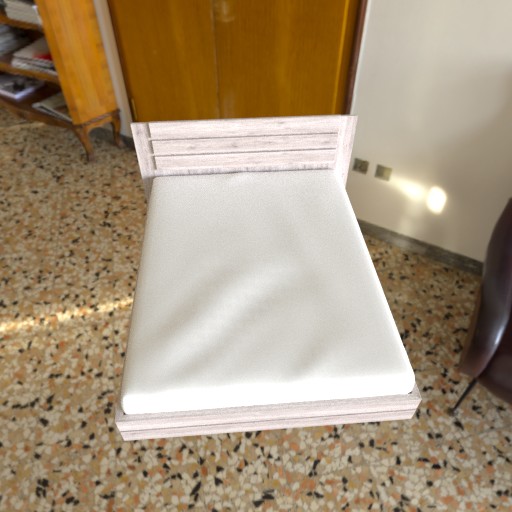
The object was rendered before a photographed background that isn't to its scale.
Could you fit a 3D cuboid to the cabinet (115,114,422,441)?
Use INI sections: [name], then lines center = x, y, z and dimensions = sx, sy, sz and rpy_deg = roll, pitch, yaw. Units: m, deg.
[cabinet]
center = 0.000, 0.000, 3.015
dimensions = 1.750, 0.970, 2.080
rpy_deg = -3, 45, -3
